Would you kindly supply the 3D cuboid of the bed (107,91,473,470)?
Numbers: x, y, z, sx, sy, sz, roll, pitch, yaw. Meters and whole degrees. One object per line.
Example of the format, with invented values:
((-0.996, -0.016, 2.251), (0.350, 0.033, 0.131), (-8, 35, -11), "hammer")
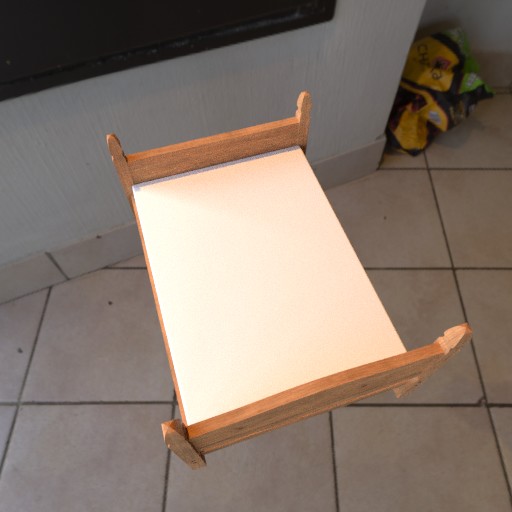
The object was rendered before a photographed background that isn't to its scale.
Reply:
((0.000, 0.000, 2.892), (1.490, 1.100, 2.069), (-16, 60, -9), "bed")
